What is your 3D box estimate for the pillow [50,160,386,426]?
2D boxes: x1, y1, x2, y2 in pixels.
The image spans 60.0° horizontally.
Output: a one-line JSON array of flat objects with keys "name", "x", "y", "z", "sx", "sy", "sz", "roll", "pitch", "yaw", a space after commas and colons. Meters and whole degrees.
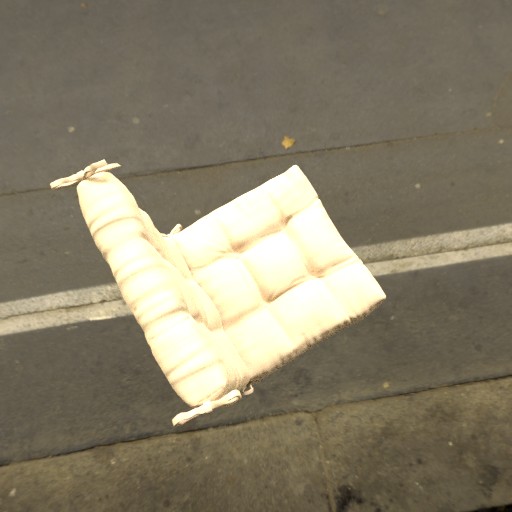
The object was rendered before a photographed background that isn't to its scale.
[{"name": "pillow", "x": 0.000, "y": 0.000, "z": 1.027, "sx": 0.571, "sy": 0.605, "sz": 0.519, "roll": -30, "pitch": 76, "yaw": -8}]
